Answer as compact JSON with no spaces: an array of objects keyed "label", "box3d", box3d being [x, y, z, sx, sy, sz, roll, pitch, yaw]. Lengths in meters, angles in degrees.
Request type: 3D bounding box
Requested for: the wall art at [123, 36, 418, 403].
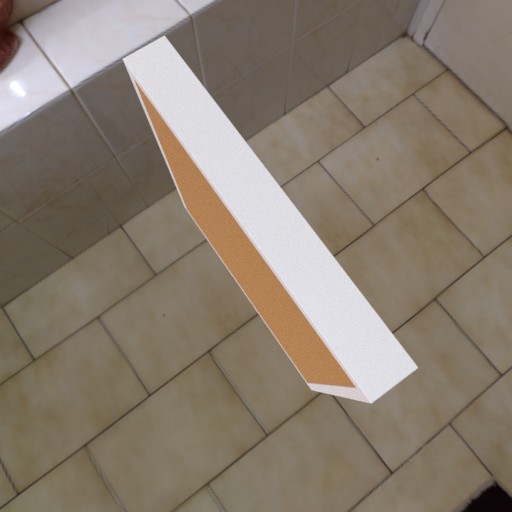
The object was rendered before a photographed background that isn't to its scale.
[{"label":"wall art","box3d":[0.000,0.000,0.455,0.038,0.305,0.305,-34,77,-9]}]
